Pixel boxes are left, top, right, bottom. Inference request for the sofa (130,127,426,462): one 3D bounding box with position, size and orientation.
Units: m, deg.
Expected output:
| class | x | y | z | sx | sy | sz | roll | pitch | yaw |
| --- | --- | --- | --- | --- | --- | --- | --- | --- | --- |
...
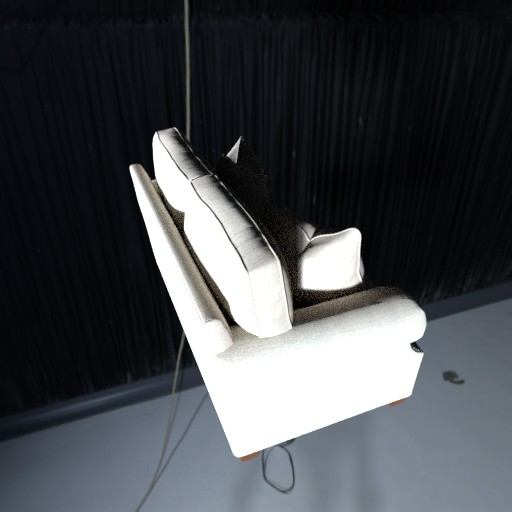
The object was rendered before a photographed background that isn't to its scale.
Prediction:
| class | x | y | z | sx | sy | sz | roll | pitch | yaw |
| --- | --- | --- | --- | --- | --- | --- | --- | --- | --- |
| sofa | 0.000 | 0.000 | 2.267 | 0.966 | 0.966 | 1.701 | -12 | 33 | -19 |
